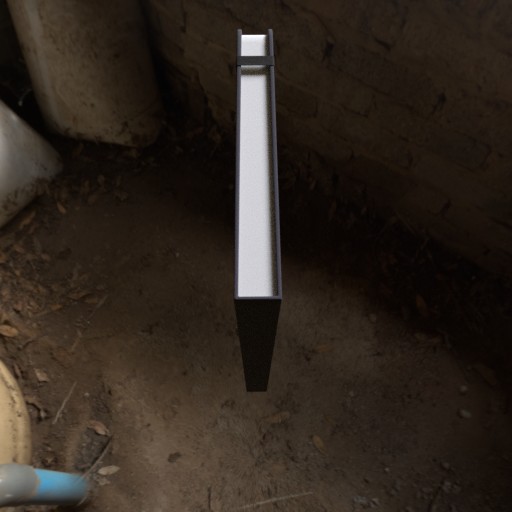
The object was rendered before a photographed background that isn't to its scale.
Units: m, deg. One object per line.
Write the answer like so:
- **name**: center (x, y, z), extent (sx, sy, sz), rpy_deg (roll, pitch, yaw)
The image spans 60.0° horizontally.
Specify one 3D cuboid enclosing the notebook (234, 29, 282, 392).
- **notebook**: center (0.000, 0.000, 0.262), extent (0.016, 0.213, 0.127), rpy_deg (0, 66, 0)
